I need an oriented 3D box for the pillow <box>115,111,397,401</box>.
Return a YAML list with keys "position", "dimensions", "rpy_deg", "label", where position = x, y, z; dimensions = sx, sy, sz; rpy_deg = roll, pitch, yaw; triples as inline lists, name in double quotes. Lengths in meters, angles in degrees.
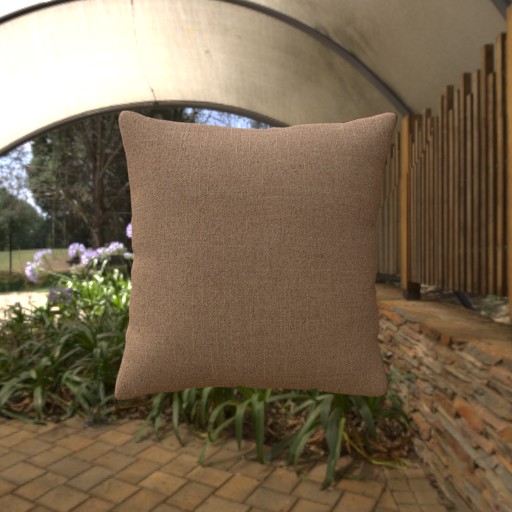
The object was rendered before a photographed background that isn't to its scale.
- position: [0.000, 0.000, 0.692]
  dimensions: [0.437, 0.448, 0.147]
  rpy_deg: [0, 0, -1]
  label: "pillow"
